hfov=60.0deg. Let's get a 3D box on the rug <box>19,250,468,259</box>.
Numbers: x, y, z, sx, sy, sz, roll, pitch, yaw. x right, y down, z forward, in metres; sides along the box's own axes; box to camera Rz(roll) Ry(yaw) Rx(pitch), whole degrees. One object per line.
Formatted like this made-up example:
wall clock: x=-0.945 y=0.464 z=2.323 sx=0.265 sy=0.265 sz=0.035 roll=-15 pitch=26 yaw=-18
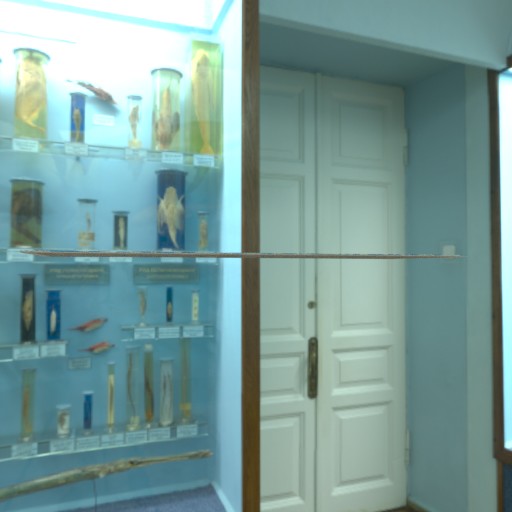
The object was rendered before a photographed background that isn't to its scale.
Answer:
rug: x=0.000 y=0.000 z=2.675 sx=2.446 sy=0.011 sz=0.768 roll=0 pitch=-2 yaw=-18
